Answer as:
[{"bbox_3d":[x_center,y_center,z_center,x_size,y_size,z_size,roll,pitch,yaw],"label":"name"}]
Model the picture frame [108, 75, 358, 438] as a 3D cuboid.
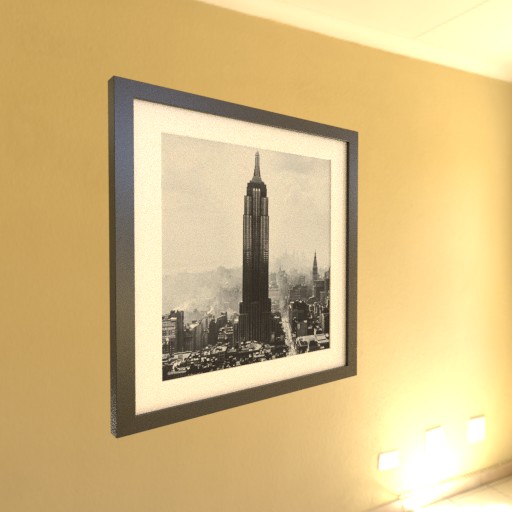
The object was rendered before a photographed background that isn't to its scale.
[{"bbox_3d":[0.000,0.000,0.857,0.559,0.557,0.029,-1,2,-37],"label":"picture frame"}]
